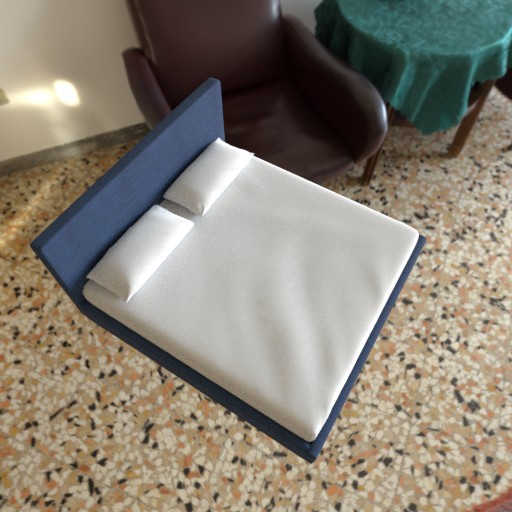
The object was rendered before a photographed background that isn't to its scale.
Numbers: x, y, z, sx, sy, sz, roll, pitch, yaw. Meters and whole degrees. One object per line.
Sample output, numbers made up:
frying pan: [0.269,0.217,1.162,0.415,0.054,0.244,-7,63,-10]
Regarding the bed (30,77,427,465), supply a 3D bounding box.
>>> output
bed: [0.000,0.000,3.556,2.232,1.231,2.096,28,62,16]
